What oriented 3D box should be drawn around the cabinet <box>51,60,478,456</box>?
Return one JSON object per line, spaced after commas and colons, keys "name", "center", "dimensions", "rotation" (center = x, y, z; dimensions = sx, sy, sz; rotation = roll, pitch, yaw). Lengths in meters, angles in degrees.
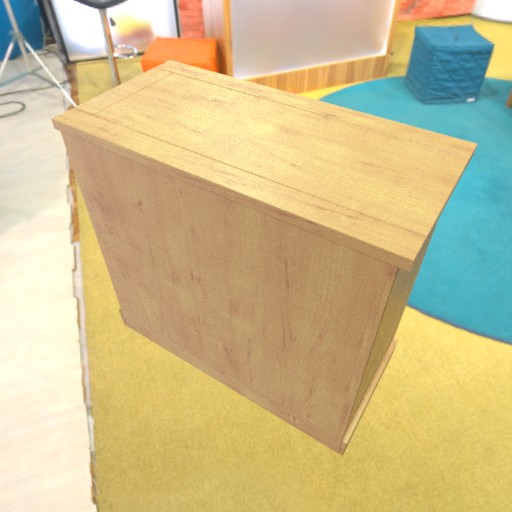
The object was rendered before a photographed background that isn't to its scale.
{"name": "cabinet", "center": [0.000, 0.000, 1.353], "dimensions": [0.920, 0.840, 0.450], "rotation": [24, 50, 23]}
